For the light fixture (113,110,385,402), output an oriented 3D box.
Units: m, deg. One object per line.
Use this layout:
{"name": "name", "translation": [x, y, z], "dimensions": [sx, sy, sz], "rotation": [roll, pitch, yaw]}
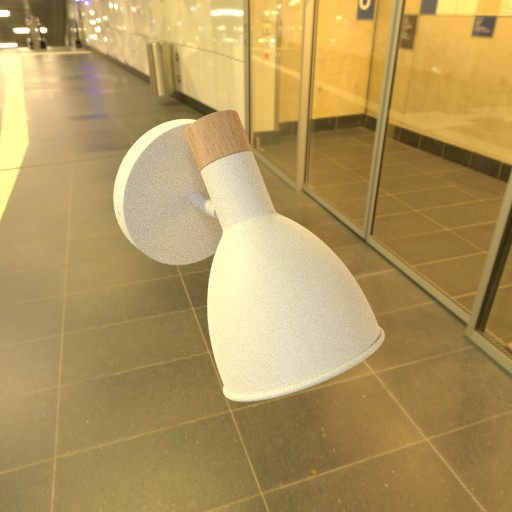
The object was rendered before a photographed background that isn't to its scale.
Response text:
{"name": "light fixture", "translation": [0.000, 0.000, 0.330], "dimensions": [0.127, 0.199, 0.209], "rotation": [-21, 35, -33]}
